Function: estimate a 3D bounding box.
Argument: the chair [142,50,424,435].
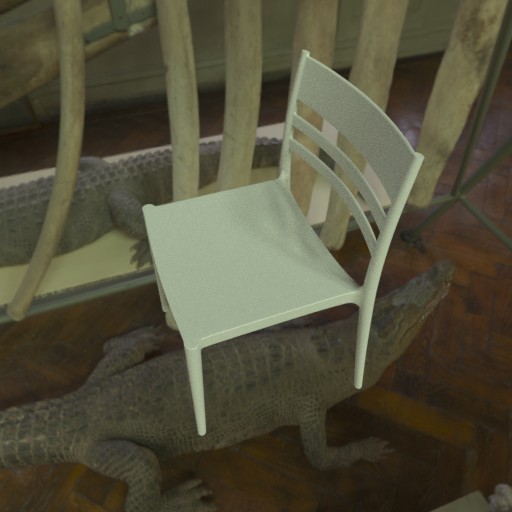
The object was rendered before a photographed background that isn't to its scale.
[{"bbox_3d":[0.000,0.000,1.137,0.511,0.800,0.531,-15,49,-14],"label":"chair"}]
